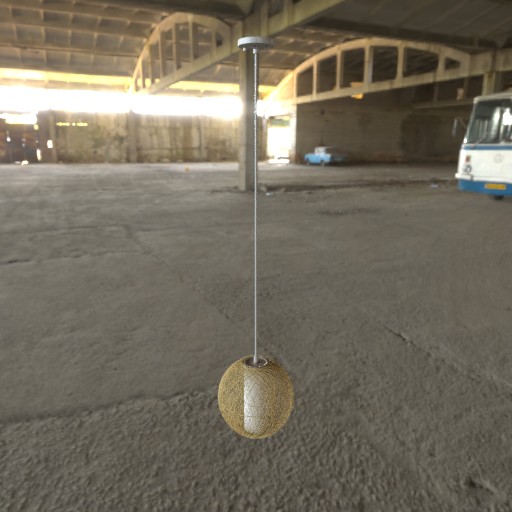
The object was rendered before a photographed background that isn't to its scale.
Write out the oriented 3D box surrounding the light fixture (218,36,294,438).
[{"bbox_3d":[0.000,0.000,2.192,0.407,1.955,0.406,-6,16,-24],"label":"light fixture"}]
